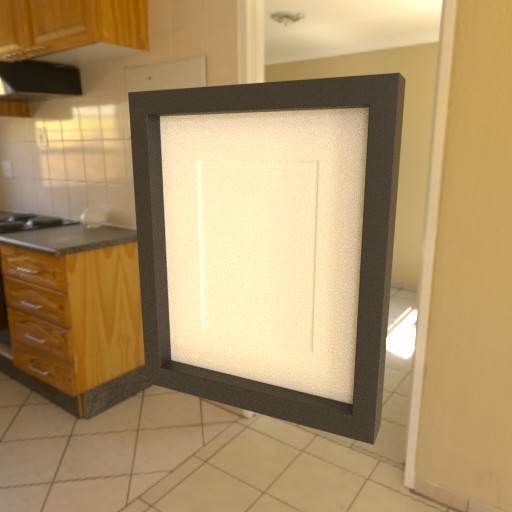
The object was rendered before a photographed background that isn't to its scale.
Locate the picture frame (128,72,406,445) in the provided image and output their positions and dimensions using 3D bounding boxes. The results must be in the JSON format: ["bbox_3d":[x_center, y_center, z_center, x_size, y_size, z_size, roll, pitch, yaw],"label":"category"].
[{"bbox_3d":[0.000,0.000,0.395,0.232,0.284,0.042,6,15,25],"label":"picture frame"}]
